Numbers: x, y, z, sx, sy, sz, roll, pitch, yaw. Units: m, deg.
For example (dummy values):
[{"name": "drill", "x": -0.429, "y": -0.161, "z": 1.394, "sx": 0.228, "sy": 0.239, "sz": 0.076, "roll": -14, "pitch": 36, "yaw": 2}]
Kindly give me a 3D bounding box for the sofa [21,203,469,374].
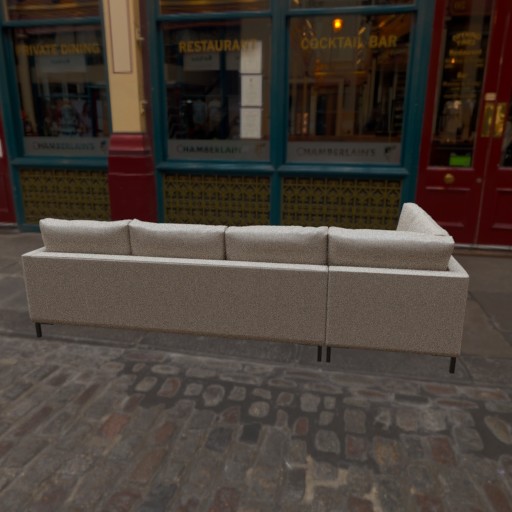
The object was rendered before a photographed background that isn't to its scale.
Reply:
[{"name": "sofa", "x": 0.000, "y": 0.000, "z": 3.092, "sx": 2.423, "sy": 0.703, "sz": 1.617, "roll": 3, "pitch": 15, "yaw": 10}]
